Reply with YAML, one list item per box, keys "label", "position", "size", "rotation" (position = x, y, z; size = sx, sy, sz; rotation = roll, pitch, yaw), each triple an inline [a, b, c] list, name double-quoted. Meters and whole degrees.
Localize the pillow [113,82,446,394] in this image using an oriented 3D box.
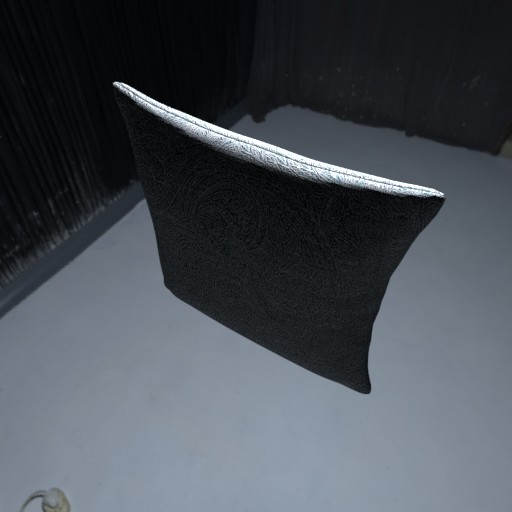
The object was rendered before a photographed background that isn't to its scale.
- label: "pillow"
  position: [0.000, 0.000, 0.786]
  size: [0.526, 0.507, 0.166]
  rotation: [25, 52, 22]
